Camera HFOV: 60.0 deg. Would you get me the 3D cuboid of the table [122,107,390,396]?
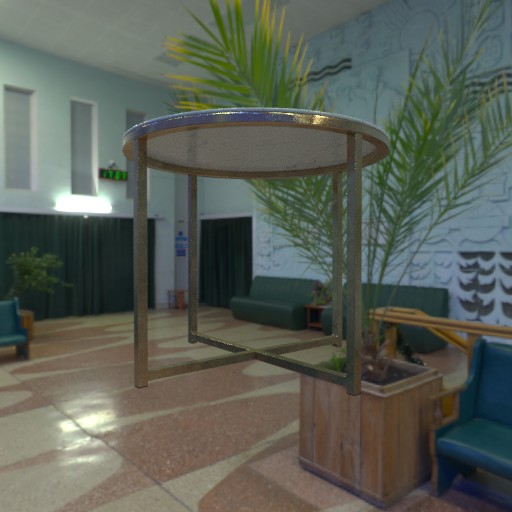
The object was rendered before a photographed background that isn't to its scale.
[{"bbox_3d":[0.000,0.000,0.868,0.500,0.420,0.500,0,1,0],"label":"table"}]
